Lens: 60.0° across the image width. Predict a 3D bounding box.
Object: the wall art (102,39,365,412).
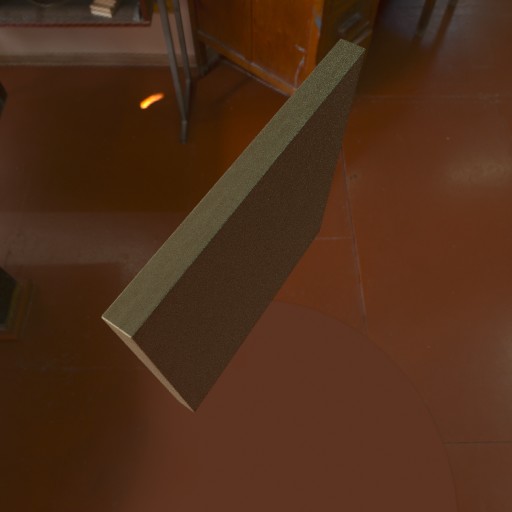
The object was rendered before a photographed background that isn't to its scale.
[{"bbox_3d":[0.000,0.000,0.759,0.040,0.506,0.503,30,67,15],"label":"wall art"}]
